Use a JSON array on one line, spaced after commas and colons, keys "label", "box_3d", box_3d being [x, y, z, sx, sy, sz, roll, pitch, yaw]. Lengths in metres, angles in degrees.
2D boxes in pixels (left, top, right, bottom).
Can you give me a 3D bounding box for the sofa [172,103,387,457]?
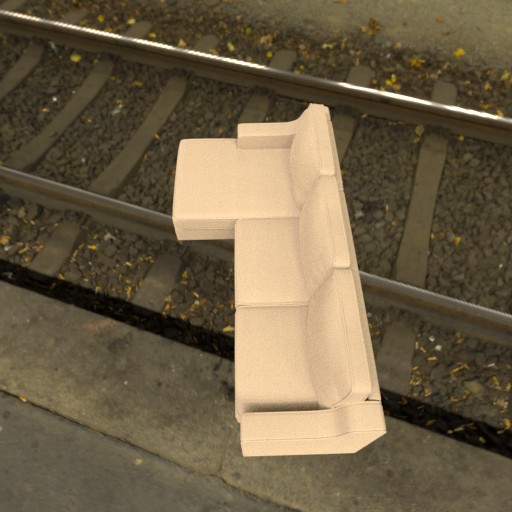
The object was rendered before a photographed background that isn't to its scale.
[{"label": "sofa", "box_3d": [0.000, 0.000, 3.194, 1.294, 0.928, 2.561, -1, 57, -1]}]
